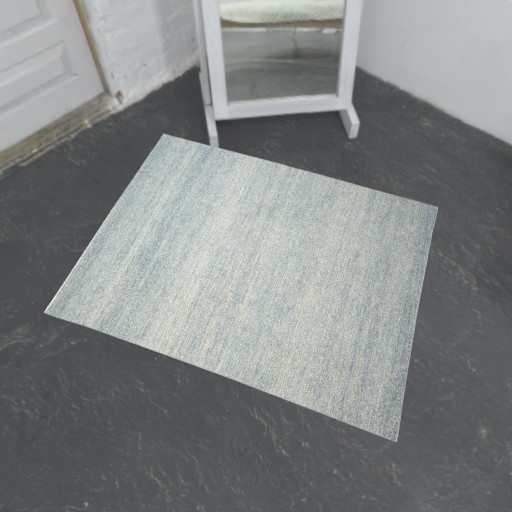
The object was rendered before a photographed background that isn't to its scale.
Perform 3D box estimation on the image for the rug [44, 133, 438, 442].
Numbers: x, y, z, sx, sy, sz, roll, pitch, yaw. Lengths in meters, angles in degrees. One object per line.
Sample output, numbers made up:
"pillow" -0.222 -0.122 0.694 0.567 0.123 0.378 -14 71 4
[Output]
"rug" 0.000 0.000 4.357 3.237 0.046 2.461 17 60 10
